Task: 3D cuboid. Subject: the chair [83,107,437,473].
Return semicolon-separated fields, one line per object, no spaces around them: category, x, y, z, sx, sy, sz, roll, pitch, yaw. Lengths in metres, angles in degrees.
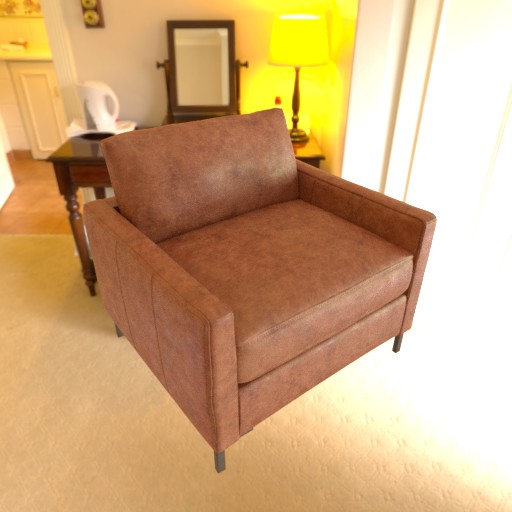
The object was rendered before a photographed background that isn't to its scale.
chair;0.000;0.000;1.638;0.967;0.869;0.862;-22;37;-31
